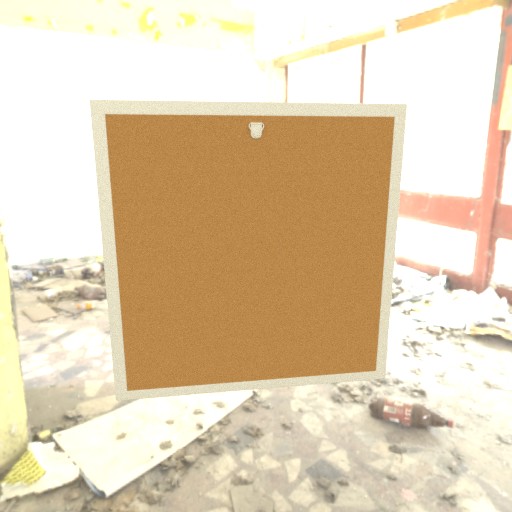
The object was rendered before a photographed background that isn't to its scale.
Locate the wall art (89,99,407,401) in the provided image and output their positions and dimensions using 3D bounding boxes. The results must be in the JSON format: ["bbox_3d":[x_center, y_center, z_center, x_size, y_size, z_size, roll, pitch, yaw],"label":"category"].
[{"bbox_3d":[0.000,0.000,1.158,0.761,0.762,0.050,-2,14,-9],"label":"wall art"}]
